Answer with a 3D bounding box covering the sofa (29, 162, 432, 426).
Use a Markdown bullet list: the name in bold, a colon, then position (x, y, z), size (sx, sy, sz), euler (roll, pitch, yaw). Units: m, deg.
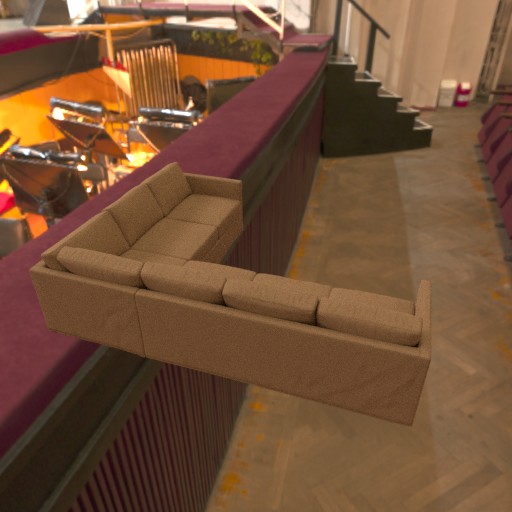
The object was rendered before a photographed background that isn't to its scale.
- **sofa**: position (0.000, 0.000, 4.329), size (3.182, 0.871, 2.432), euler (10, 33, 16)
